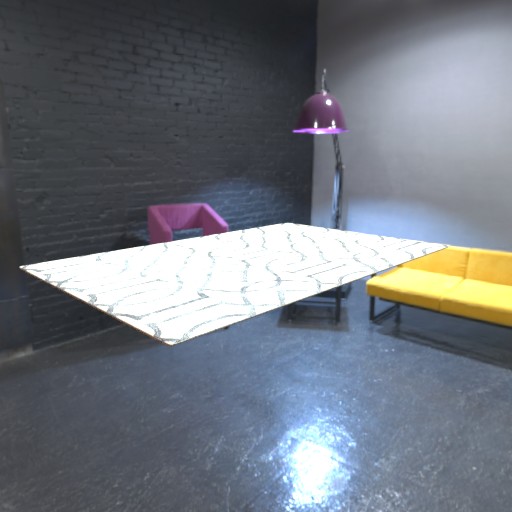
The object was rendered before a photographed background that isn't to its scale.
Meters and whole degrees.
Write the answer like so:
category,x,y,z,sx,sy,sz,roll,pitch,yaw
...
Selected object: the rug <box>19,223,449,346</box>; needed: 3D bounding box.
category,x,y,z,sx,sy,sz,roll,pitch,yaw
rug,0.000,0.000,2.853,1.521,0.017,2.365,13,18,43
